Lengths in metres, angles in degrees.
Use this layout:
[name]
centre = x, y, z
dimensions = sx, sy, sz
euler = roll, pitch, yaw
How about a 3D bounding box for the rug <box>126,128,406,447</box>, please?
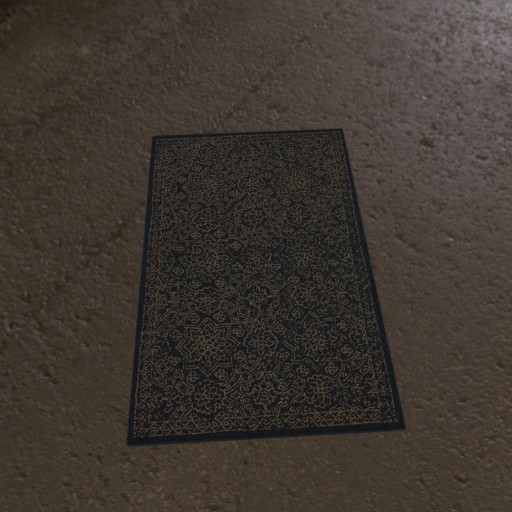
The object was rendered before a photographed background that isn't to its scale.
[rug]
centre = 0.000, 0.000, 2.376
dimensions = 1.219, 0.010, 1.829
euler = -3, 60, -2
